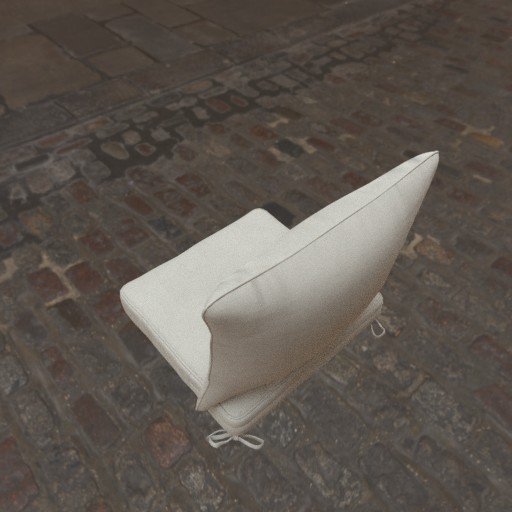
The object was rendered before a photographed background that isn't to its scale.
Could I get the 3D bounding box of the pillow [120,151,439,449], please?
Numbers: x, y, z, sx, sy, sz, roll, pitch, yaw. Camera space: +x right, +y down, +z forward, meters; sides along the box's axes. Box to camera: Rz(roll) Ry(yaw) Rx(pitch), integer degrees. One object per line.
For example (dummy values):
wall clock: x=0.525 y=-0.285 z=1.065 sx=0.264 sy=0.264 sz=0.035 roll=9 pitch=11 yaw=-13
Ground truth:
pillow: x=0.000 y=0.000 z=1.365 sx=0.798 sy=0.716 sz=0.733 roll=-33 pitch=55 yaw=-27
